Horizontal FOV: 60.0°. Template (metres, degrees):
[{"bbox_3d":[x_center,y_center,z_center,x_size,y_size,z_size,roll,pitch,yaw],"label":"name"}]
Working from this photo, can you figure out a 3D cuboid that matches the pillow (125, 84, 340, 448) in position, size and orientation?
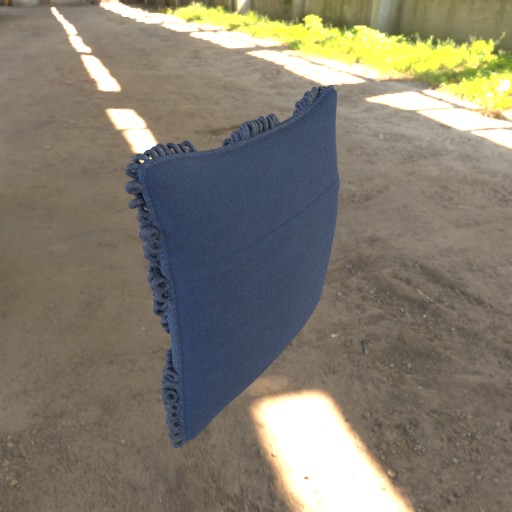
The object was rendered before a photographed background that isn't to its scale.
[{"bbox_3d":[0.000,0.000,0.725,0.172,0.466,0.469,20,37,28],"label":"pillow"}]
